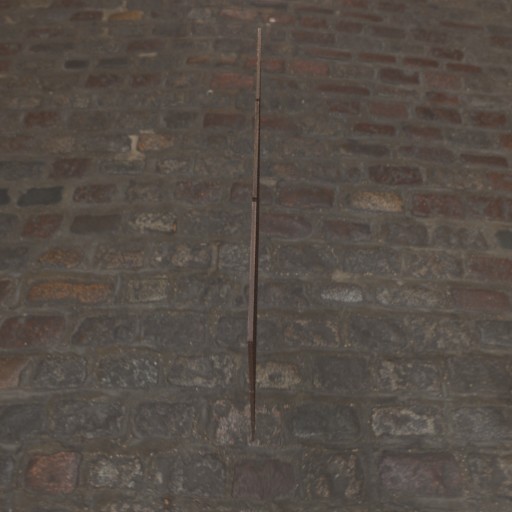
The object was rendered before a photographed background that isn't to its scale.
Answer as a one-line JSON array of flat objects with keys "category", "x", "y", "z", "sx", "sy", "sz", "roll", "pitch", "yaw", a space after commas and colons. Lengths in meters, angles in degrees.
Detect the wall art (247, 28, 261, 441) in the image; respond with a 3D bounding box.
[{"category": "wall art", "x": 0.000, "y": 0.000, "z": 2.280, "sx": 0.014, "sy": 1.525, "sz": 1.527, "roll": 1, "pitch": 58, "yaw": 1}]
